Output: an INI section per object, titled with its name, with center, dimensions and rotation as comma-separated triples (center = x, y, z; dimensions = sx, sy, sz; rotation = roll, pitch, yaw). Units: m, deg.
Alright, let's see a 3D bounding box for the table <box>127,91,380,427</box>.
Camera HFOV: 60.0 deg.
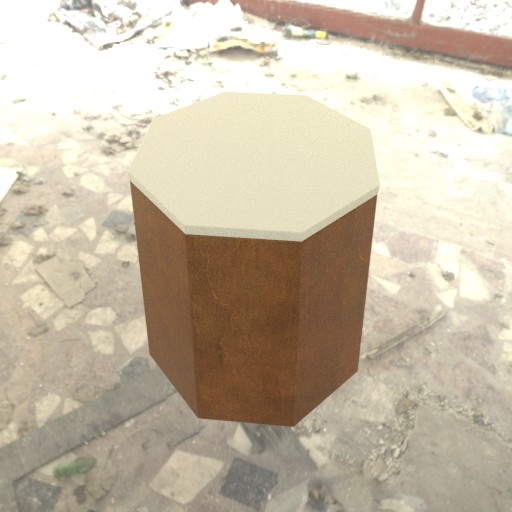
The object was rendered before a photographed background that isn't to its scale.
[table]
center = 0.000, 0.000, 0.814
dimensions = 0.439, 0.457, 0.439
rotation = -33, 55, -27
